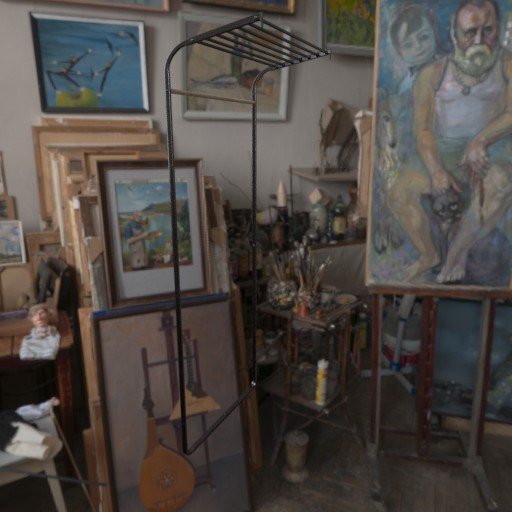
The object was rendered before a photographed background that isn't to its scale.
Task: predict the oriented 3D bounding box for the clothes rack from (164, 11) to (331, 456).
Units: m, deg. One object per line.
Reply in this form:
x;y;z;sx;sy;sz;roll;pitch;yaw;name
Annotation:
0.000;0.000;1.754;0.349;1.574;0.609;8;17;26;clothes rack
